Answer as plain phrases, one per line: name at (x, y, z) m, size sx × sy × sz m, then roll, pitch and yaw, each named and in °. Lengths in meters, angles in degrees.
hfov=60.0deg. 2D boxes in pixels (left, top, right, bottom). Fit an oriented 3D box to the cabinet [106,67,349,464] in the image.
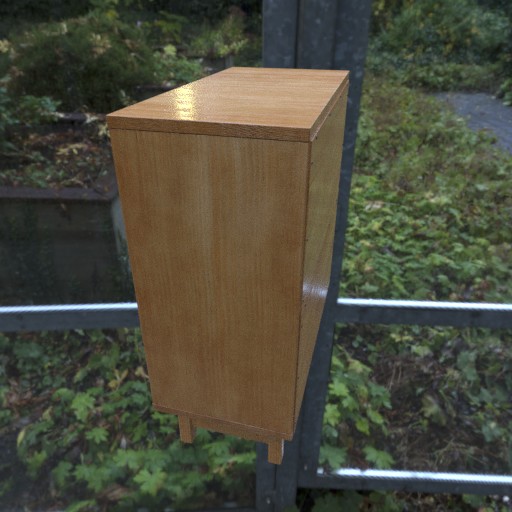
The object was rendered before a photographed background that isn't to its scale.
cabinet at (0.000, 0.000, 1.390) m, size 0.419 × 1.001 × 0.800 m, roll 8°, pitch 30°, yaw 13°
